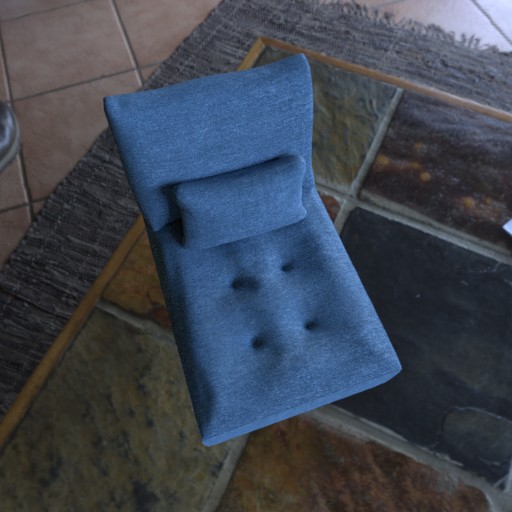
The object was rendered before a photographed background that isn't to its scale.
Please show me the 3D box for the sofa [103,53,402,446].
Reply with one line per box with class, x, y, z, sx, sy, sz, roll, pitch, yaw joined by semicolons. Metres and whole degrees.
sofa;0.000;0.000;1.530;0.700;0.820;1.000;-17;64;-8
